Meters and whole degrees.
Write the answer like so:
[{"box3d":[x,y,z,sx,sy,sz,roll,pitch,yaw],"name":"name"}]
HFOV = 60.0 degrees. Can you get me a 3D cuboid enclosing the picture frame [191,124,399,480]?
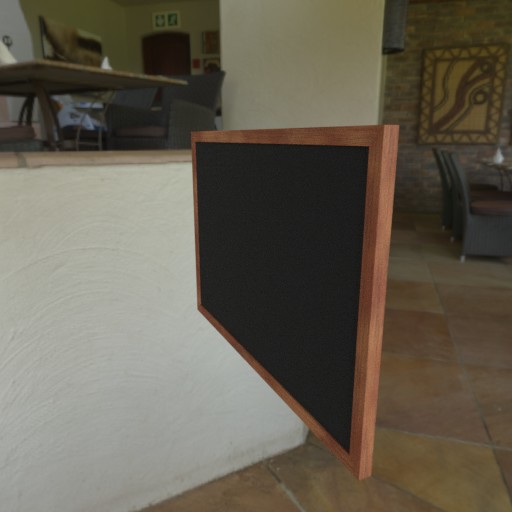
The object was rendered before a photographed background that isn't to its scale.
[{"box3d":[0.000,0.000,1.167,0.029,0.640,0.950,-7,17,-25],"name":"picture frame"}]
